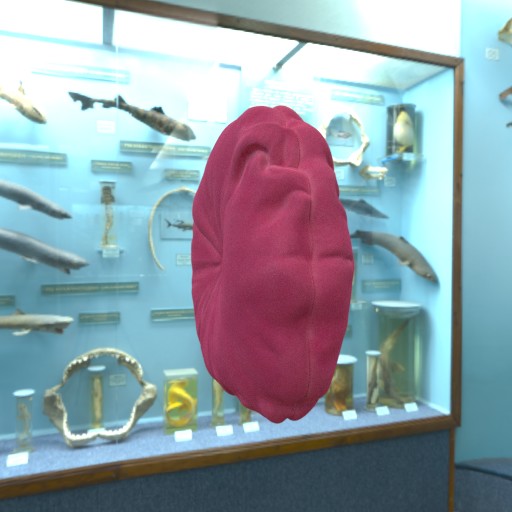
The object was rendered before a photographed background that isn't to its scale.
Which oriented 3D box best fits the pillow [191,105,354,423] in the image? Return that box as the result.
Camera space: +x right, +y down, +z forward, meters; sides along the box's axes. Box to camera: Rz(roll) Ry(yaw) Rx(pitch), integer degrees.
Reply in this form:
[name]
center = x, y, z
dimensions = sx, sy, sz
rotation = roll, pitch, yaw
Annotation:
[pillow]
center = 0.000, 0.000, 0.633
dimensions = 0.148, 0.407, 0.428
rotation = 0, 1, -17
